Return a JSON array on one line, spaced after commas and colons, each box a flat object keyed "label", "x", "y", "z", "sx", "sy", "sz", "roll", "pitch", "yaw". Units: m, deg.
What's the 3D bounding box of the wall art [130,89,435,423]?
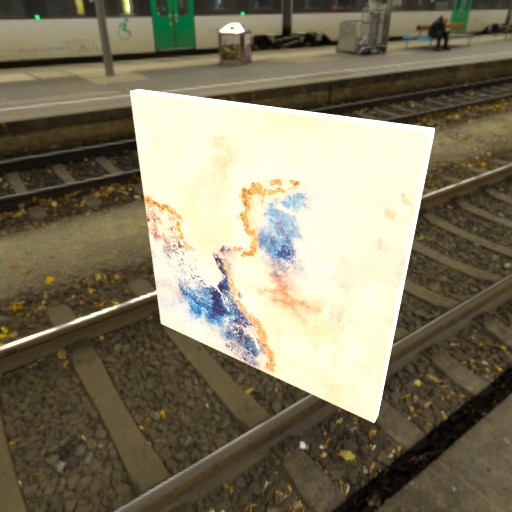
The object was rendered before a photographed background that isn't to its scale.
[{"label": "wall art", "x": 0.000, "y": 0.000, "z": 1.363, "sx": 0.889, "sy": 0.889, "sz": 0.038, "roll": 18, "pitch": 34, "yaw": 28}]
